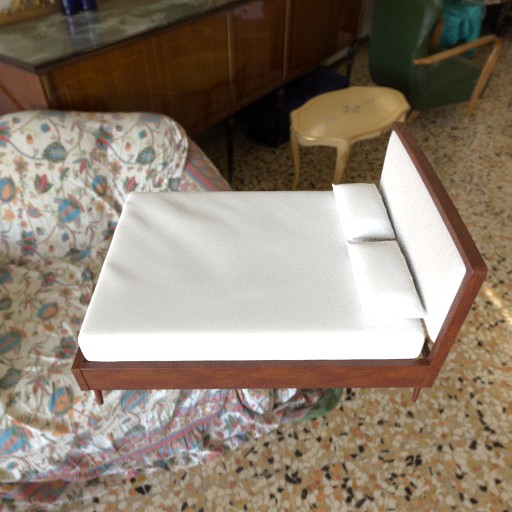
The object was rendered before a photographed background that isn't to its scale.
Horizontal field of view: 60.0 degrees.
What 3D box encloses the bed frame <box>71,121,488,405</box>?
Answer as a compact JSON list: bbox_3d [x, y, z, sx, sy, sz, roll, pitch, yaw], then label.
[{"bbox_3d":[0.000,0.000,3.066,2.171,1.279,1.587,0,42,0],"label":"bed frame"}]
